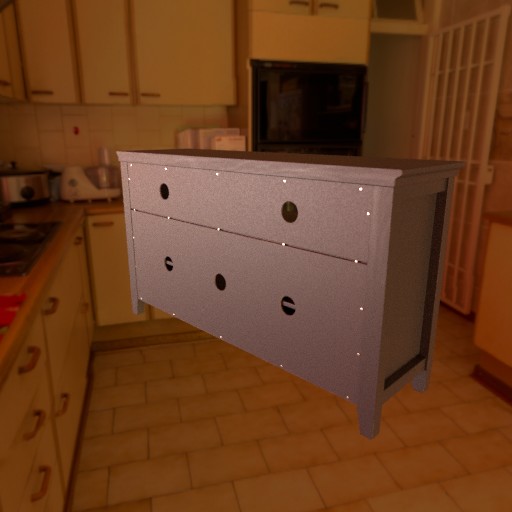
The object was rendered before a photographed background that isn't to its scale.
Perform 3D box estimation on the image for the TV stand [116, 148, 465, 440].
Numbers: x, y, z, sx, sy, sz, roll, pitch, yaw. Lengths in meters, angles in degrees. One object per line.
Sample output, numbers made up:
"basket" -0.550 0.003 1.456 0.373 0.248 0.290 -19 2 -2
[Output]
"TV stand" 0.000 0.000 1.534 1.198 0.681 0.347 15 22 43
